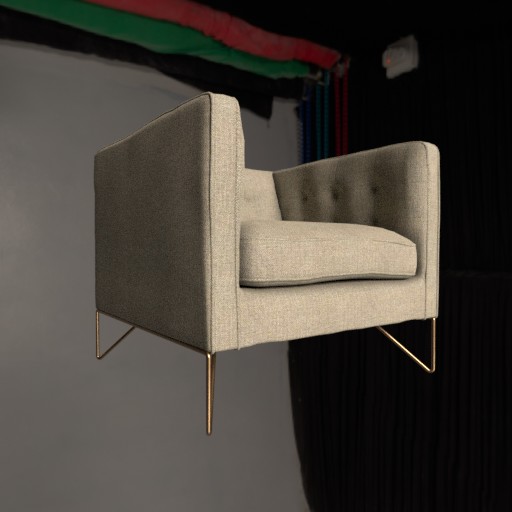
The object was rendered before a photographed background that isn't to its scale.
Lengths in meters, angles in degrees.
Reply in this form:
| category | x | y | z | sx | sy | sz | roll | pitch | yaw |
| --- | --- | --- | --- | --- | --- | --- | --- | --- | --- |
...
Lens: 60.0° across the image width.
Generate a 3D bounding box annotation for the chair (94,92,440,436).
| category | x | y | z | sx | sy | sz | roll | pitch | yaw |
| --- | --- | --- | --- | --- | --- | --- | --- | --- | --- |
| chair | 0.000 | 0.000 | 1.603 | 0.920 | 0.799 | 0.912 | -1 | 1 | -36 |
